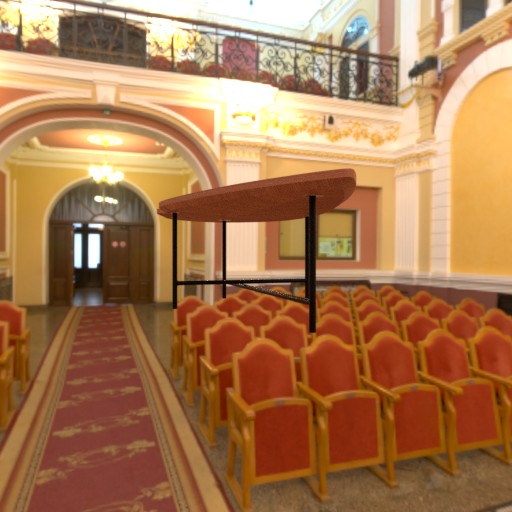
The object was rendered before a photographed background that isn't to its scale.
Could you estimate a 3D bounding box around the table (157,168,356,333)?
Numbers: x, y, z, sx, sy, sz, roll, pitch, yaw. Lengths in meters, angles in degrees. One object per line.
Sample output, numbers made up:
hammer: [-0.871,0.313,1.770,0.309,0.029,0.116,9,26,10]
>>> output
table: [0.000,0.000,1.462,0.598,0.360,1.199,0,0,-19]
